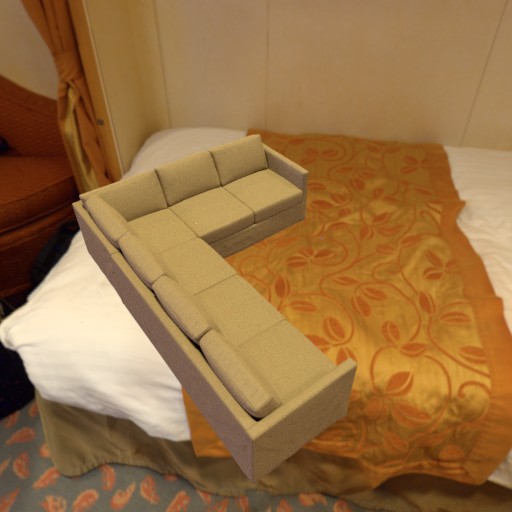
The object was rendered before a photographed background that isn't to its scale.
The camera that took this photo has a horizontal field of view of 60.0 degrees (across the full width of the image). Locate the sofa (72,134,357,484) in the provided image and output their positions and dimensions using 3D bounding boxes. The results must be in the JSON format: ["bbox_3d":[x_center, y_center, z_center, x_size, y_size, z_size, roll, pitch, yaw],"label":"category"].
[{"bbox_3d":[0.000,0.000,4.348,2.432,0.871,3.182,-26,47,-27],"label":"sofa"}]
